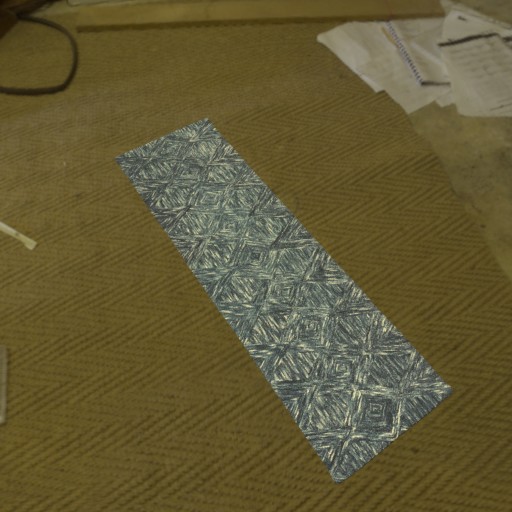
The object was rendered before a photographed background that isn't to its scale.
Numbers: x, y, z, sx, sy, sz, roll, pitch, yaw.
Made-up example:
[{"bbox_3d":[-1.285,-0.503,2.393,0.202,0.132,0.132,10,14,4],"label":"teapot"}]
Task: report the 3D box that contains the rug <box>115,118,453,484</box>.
[{"bbox_3d":[0.000,0.000,2.495,0.719,0.013,2.306,-30,62,-17],"label":"rug"}]
